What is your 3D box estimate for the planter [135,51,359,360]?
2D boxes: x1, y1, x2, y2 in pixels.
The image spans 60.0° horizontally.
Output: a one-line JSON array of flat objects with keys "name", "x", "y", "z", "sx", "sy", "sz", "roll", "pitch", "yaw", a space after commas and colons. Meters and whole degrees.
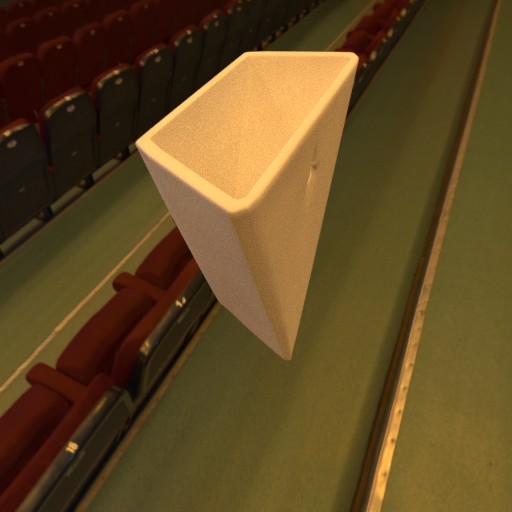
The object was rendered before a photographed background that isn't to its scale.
[{"name": "planter", "x": 0.000, "y": 0.000, "z": 0.270, "sx": 0.060, "sy": 0.197, "sz": 0.150, "roll": 18, "pitch": 47, "yaw": 17}]
